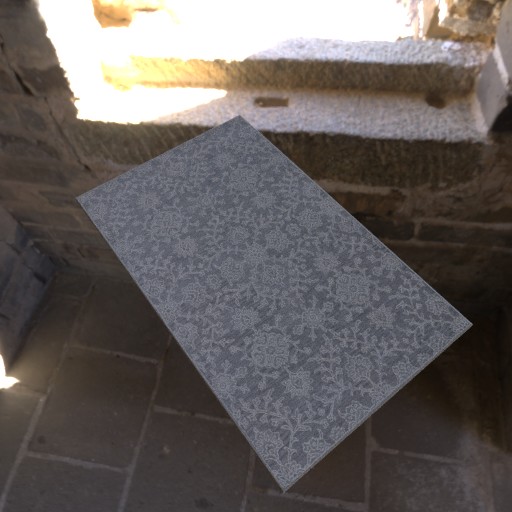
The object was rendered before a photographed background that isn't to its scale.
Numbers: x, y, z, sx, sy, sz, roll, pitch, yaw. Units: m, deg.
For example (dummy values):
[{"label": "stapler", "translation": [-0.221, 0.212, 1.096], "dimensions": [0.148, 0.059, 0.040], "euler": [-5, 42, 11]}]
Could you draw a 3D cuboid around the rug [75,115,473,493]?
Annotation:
[{"label": "rug", "translation": [0.000, 0.000, 3.011], "dimensions": [1.515, 0.010, 2.430], "euler": [-33, 63, -19]}]
